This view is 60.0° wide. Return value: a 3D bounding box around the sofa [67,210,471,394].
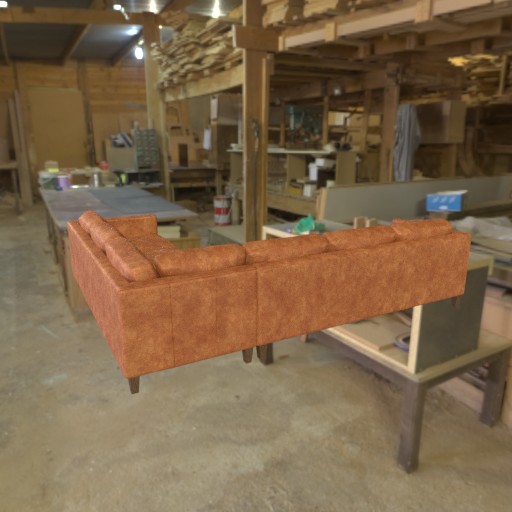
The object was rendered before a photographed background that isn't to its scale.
[{"bbox_3d":[0.000,0.000,4.366,3.167,0.838,2.438,-8,17,-28],"label":"sofa"}]
